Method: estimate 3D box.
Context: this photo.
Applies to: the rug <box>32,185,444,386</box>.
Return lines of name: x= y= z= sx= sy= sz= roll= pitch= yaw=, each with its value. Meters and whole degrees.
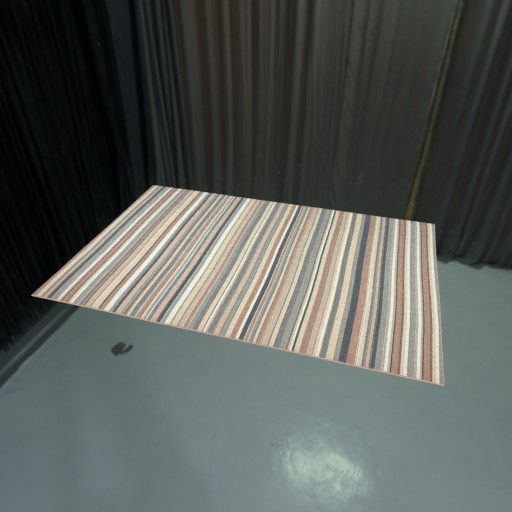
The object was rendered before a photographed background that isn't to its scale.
rug: x=0.000 y=0.000 z=2.338 sx=1.829 sy=0.008 sz=1.219 roll=10 pitch=36 yaw=14
